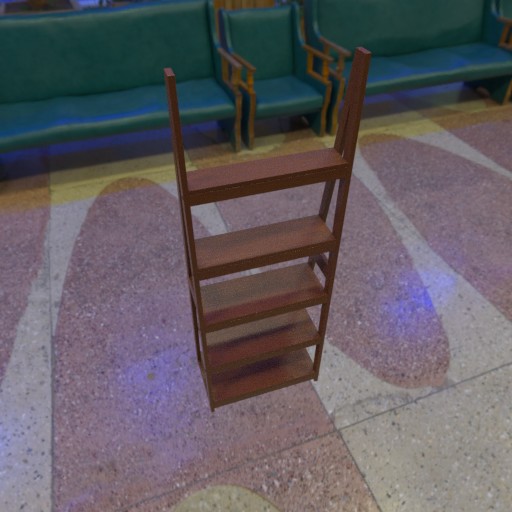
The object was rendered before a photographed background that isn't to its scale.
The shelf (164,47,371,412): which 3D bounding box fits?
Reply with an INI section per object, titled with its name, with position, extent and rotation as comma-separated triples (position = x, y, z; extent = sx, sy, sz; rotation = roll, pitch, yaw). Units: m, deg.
[shelf]
position = 0.000, 0.000, 1.993
extent = 0.630, 1.780, 0.356
rotation = -12, 43, -14
